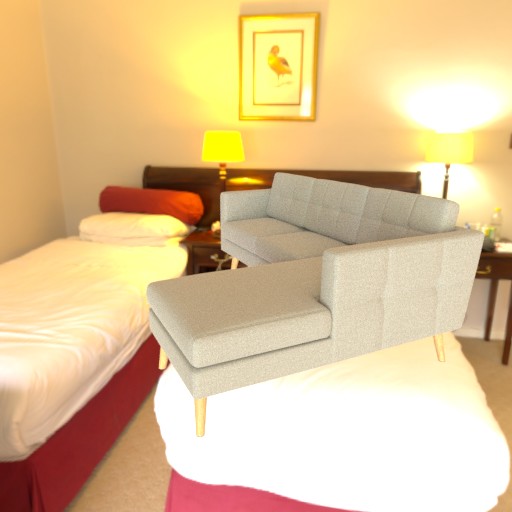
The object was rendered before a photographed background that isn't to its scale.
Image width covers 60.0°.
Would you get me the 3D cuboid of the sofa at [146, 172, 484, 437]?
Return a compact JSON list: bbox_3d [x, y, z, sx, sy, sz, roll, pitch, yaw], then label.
[{"bbox_3d":[0.000,0.000,2.783,1.530,0.860,2.040,-8,17,-25],"label":"sofa"}]
